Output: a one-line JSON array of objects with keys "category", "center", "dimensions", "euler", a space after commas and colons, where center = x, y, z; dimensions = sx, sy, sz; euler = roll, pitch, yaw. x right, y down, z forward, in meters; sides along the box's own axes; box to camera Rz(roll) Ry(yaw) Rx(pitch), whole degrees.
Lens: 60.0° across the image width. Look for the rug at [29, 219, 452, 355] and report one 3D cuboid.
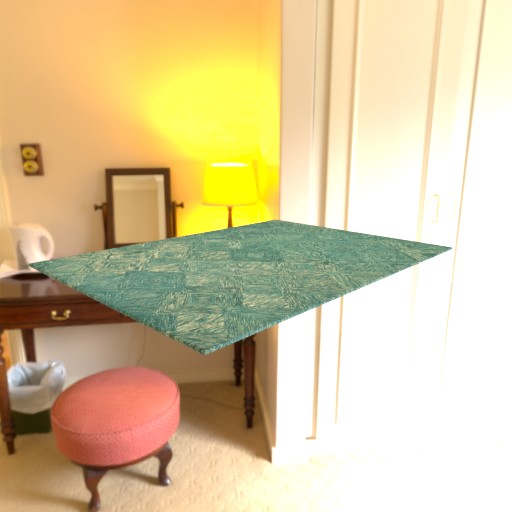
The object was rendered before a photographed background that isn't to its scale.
[{"category": "rug", "center": [0.000, 0.000, 4.163], "dimensions": [2.405, 0.027, 3.217], "euler": [14, 20, 43]}]
